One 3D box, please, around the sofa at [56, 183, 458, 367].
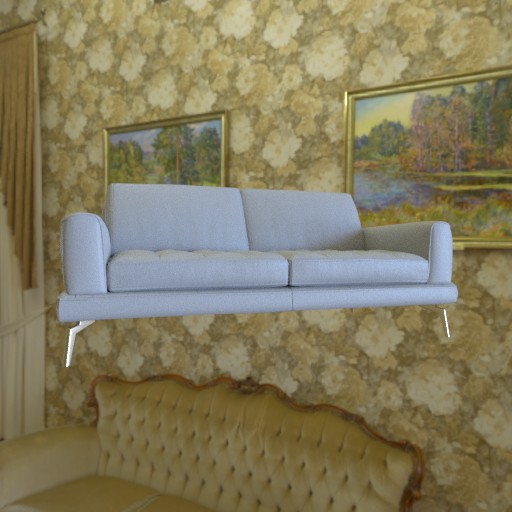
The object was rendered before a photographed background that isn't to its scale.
[{"bbox_3d":[0.000,0.000,2.738,2.177,0.930,1.121,0,1,-18],"label":"sofa"}]
